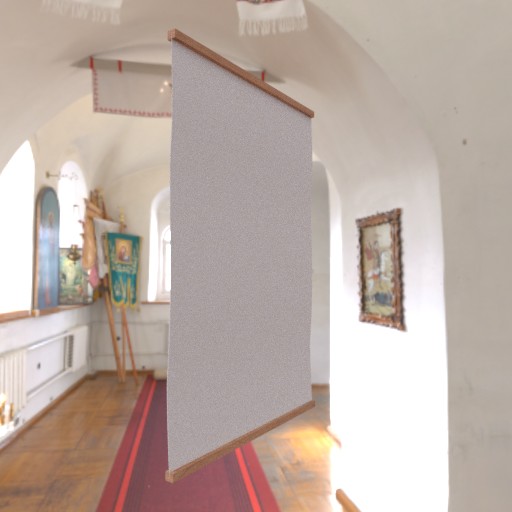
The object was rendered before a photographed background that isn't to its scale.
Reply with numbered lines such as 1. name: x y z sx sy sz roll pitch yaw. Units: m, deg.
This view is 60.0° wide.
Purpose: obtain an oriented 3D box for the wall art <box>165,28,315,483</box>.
1. wall art: 0.000 0.000 0.634 0.012 0.508 0.332 -1 -2 36
